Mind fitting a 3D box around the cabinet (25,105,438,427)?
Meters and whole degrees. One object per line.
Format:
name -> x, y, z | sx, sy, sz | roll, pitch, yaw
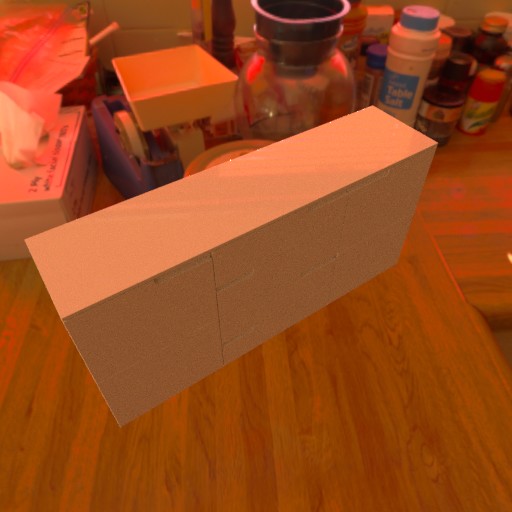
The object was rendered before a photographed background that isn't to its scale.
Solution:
cabinet -> 0.000, 0.000, 2.017 | 1.650, 0.800, 0.400 | -26, 52, -23
